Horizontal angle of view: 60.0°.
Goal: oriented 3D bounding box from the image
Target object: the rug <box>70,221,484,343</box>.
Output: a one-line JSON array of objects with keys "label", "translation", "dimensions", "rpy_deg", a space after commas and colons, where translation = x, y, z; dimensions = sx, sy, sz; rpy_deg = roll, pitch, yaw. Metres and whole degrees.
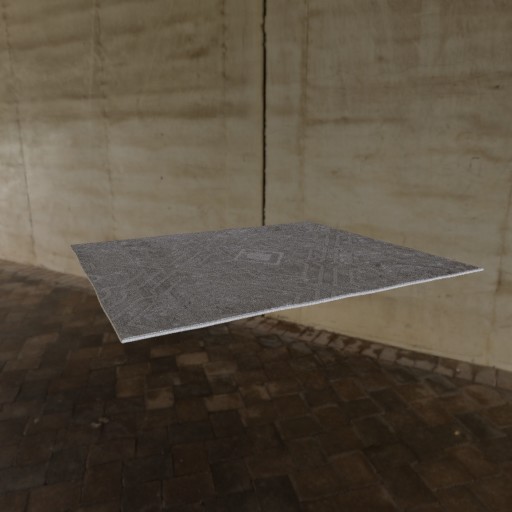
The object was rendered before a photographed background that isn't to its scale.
[{"label": "rug", "translation": [0.000, 0.000, 0.886], "dimensions": [0.639, 0.006, 0.548], "rpy_deg": [-8, 16, -27]}]
